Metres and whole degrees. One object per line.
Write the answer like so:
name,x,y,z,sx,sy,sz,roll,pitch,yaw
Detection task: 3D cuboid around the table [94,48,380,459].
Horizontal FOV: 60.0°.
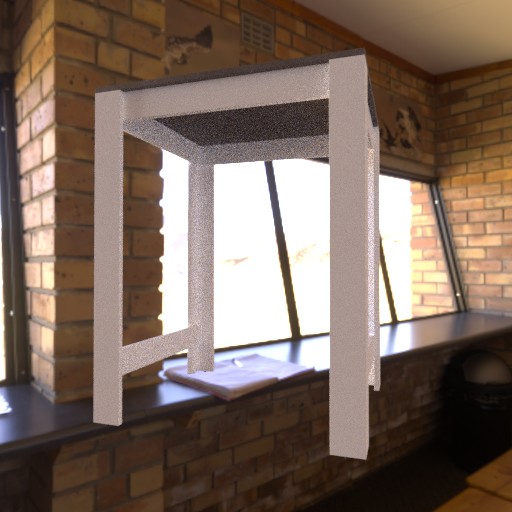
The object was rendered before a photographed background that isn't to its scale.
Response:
table,0.000,0.000,1.549,0.800,1.020,0.700,0,-1,18
